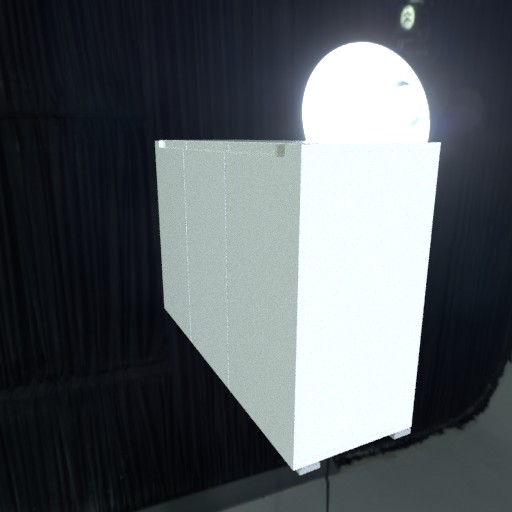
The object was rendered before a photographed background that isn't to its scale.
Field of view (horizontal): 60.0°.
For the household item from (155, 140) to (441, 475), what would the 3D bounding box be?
[{"bbox_3d":[0.000,0.000,1.725,0.420,0.867,1.300,-7,17,-25],"label":"household item"}]
